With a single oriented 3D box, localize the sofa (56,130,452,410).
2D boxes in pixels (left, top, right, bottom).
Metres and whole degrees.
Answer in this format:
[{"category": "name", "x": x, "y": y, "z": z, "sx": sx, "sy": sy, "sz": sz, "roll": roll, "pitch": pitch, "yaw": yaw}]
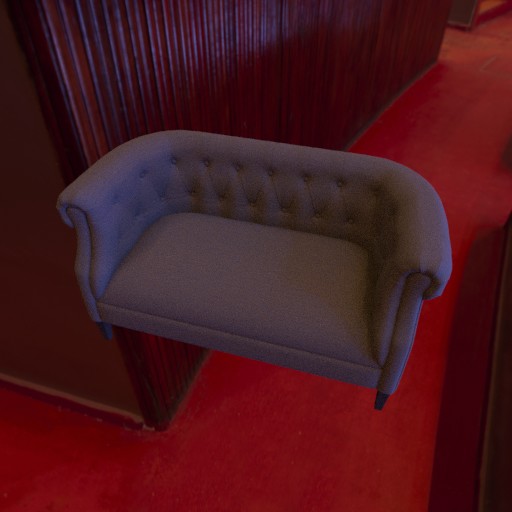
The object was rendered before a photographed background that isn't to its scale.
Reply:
[{"category": "sofa", "x": 0.000, "y": 0.000, "z": 2.088, "sx": 1.558, "sy": 0.827, "sz": 0.835, "roll": 11, "pitch": 43, "yaw": 12}]
